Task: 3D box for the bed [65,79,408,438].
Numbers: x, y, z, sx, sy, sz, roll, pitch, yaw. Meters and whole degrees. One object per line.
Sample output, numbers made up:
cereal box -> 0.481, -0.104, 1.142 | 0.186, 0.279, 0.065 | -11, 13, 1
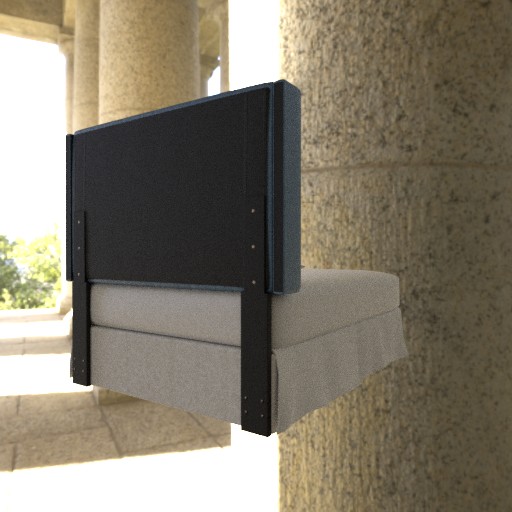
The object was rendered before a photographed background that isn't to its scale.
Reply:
bed -> 0.000, 0.000, 3.340 | 1.719, 1.665, 2.078 | 0, 1, 34
